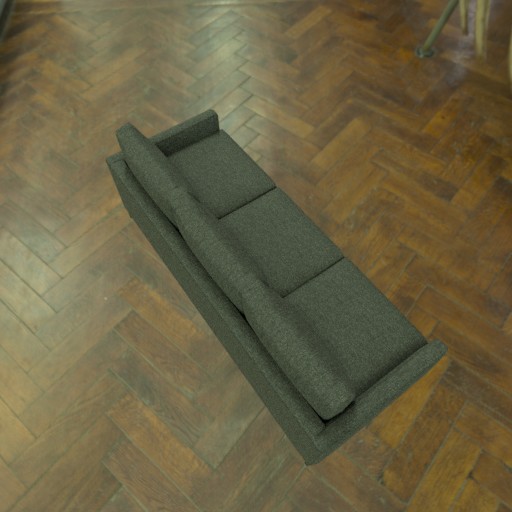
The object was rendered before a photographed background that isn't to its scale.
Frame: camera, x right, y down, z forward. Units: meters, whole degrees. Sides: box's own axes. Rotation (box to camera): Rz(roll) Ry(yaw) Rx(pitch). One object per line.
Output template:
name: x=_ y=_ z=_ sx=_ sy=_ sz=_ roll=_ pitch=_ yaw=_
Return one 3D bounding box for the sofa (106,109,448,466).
sofa: x=0.000 y=0.000 z=2.737 sx=0.876 sy=0.879 sz=2.253 roll=-31 pitch=63 yaw=-18
